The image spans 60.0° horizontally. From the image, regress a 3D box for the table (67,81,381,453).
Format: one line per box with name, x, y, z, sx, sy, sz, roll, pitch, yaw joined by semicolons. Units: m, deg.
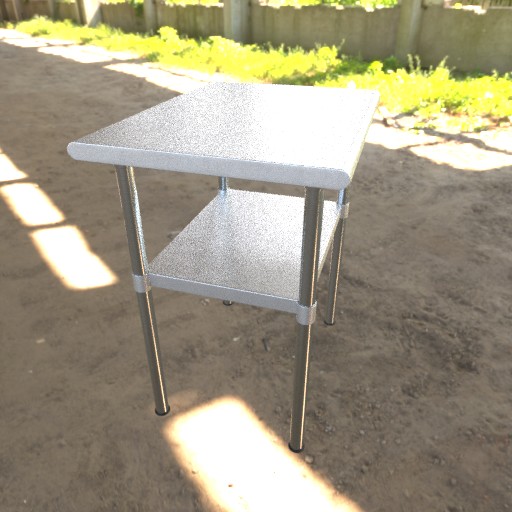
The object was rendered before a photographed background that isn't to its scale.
table;0.000;0.000;1.371;0.584;0.876;0.762;9;32;15
